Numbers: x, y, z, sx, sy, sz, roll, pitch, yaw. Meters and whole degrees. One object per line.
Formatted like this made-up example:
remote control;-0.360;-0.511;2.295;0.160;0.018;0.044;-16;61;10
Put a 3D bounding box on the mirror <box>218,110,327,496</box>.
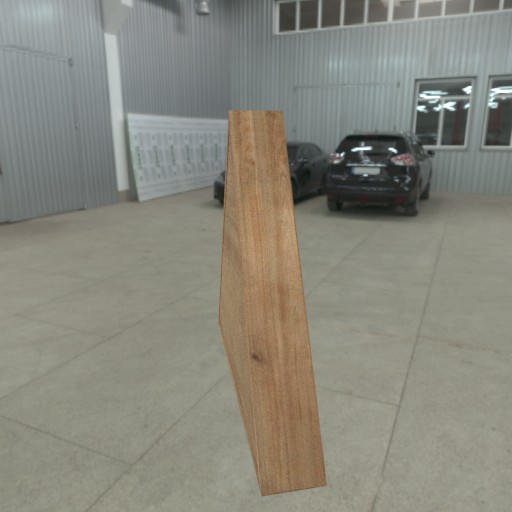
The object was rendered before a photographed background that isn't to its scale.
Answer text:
mirror;0.000;0.000;0.877;0.100;0.548;0.631;-3;15;-10
